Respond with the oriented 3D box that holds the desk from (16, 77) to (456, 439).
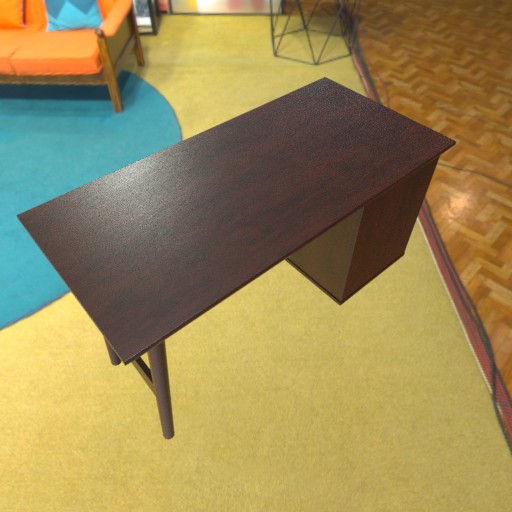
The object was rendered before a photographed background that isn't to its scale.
[{"bbox_3d":[0.000,0.000,1.667,1.277,0.758,0.612,-33,56,-26],"label":"desk"}]
